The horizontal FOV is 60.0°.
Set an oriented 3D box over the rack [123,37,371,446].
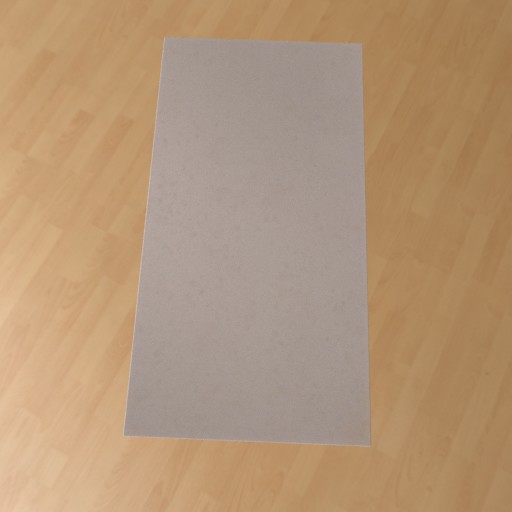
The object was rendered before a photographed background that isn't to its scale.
[{"bbox_3d":[0.000,0.000,1.657,0.613,0.880,1.159,2,76,1],"label":"rack"}]
